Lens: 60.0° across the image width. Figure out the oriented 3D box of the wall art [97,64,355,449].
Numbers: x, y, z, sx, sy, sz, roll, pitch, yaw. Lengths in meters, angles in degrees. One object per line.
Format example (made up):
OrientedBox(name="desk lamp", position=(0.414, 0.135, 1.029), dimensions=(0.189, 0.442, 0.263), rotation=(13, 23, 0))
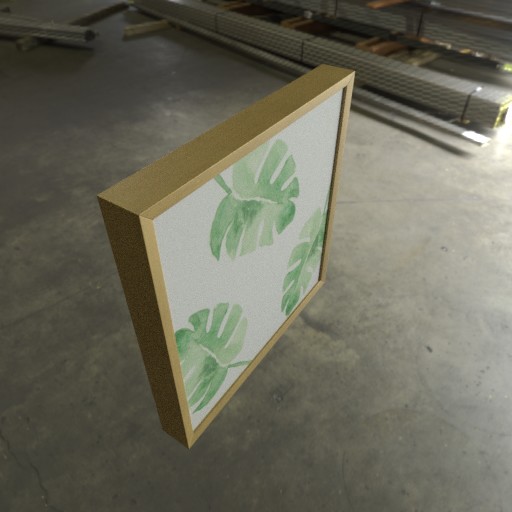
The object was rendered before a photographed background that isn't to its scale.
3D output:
OrientedBox(name="wall art", position=(0.000, 0.000, 0.470), dimensions=(0.038, 0.305, 0.305), rotation=(24, 47, 25))
